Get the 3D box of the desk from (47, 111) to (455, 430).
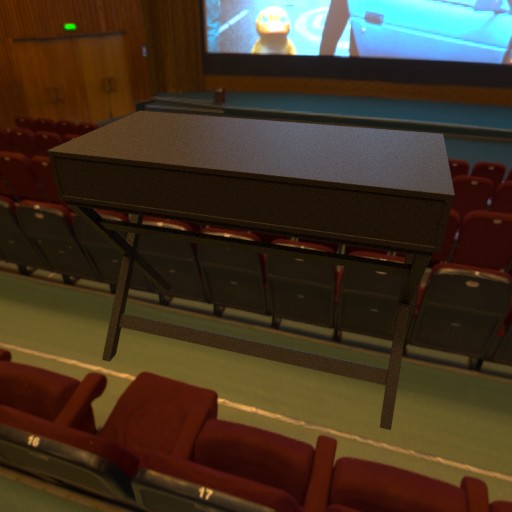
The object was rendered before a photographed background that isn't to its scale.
[{"bbox_3d":[0.000,0.000,1.500,1.057,0.780,0.504,9,32,15],"label":"desk"}]
